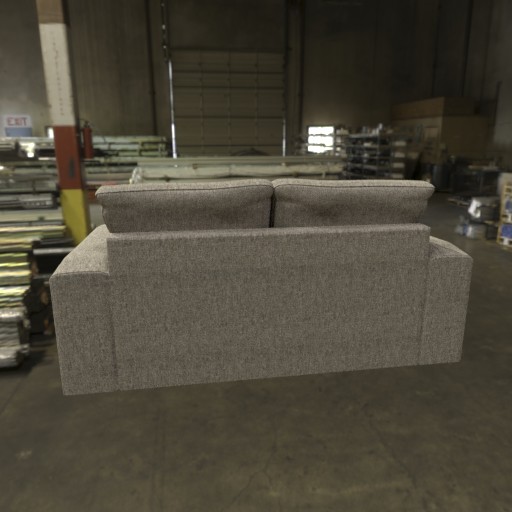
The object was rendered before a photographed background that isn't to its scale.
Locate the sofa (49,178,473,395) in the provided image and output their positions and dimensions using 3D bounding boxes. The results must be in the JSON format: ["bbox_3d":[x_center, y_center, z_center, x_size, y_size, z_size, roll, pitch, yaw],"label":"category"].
[{"bbox_3d":[0.000,0.000,2.345,1.758,0.877,1.094,-2,15,-9],"label":"sofa"}]
